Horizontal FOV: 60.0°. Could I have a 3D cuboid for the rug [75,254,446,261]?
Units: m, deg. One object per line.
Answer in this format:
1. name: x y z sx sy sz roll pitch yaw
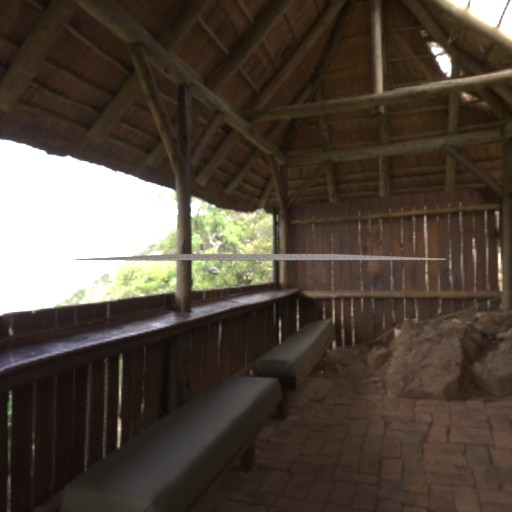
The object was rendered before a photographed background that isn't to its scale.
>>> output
1. rug: 0.000 0.000 3.013 1.523 0.008 2.438 0 1 -1
